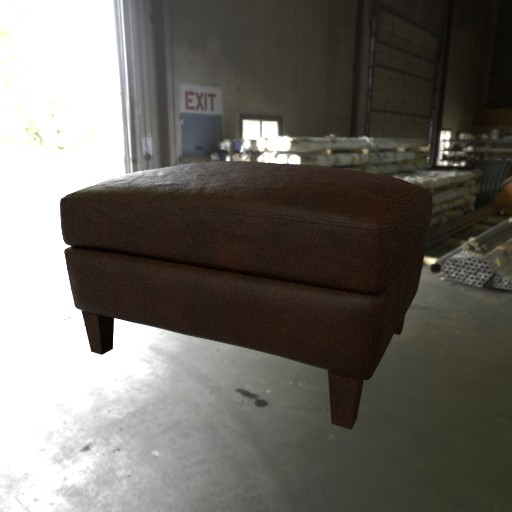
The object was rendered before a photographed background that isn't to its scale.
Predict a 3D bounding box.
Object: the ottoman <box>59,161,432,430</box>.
[{"bbox_3d":[0.000,0.000,1.274,0.887,0.527,0.659,8,16,27],"label":"ottoman"}]
